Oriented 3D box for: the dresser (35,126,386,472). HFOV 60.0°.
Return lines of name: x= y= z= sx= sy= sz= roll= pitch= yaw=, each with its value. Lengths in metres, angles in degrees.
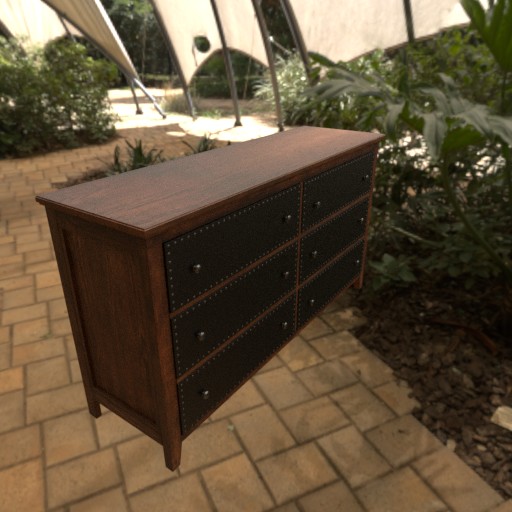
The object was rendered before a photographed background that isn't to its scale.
dresser: x=0.000 y=0.000 z=1.909 sx=0.463 sy=0.856 sz=1.551 roll=17 pitch=30 yaw=32
